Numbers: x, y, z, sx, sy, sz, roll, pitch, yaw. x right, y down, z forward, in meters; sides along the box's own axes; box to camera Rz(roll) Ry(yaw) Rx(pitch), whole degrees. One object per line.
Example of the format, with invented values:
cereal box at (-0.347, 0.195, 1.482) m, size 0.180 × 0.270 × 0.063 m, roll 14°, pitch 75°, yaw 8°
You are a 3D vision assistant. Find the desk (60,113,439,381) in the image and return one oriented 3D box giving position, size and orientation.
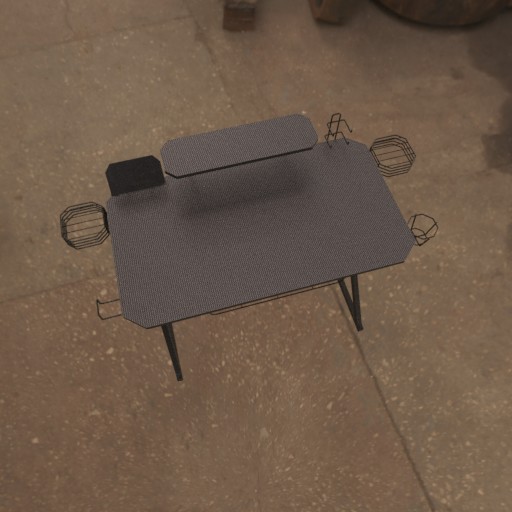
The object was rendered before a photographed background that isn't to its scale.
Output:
desk at (0.000, 0.000, 1.760) m, size 1.290 × 0.880 × 0.580 m, roll -14°, pitch 63°, yaw -7°
